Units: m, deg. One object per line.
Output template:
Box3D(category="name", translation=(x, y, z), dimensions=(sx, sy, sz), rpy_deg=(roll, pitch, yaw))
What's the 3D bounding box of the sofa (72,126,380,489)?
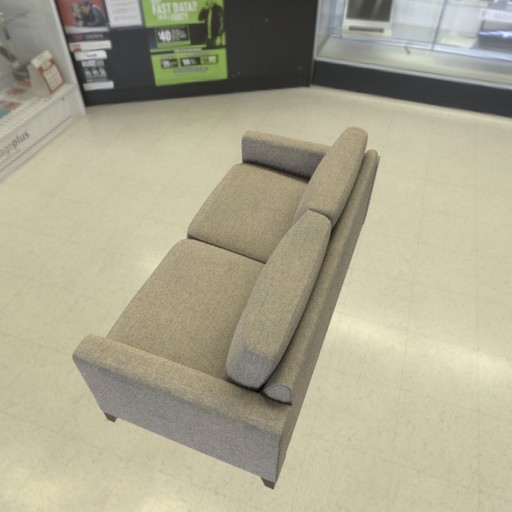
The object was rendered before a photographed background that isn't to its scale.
Box3D(category="sofa", translation=(0.000, 0.000, 2.477), dimensions=(0.969, 0.892, 1.978), rpy_deg=(16, 48, 15))
